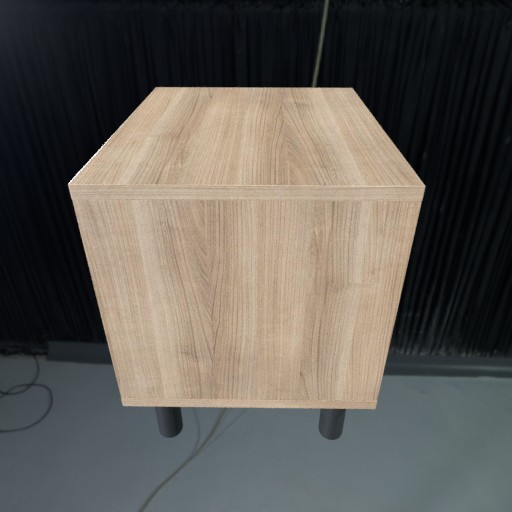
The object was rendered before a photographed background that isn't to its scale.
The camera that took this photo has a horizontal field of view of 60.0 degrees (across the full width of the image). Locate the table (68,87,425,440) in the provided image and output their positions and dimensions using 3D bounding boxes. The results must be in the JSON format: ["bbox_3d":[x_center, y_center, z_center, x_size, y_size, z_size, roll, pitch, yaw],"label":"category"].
[{"bbox_3d":[0.000,0.000,0.764,0.380,0.460,0.445,0,33,1],"label":"table"}]
